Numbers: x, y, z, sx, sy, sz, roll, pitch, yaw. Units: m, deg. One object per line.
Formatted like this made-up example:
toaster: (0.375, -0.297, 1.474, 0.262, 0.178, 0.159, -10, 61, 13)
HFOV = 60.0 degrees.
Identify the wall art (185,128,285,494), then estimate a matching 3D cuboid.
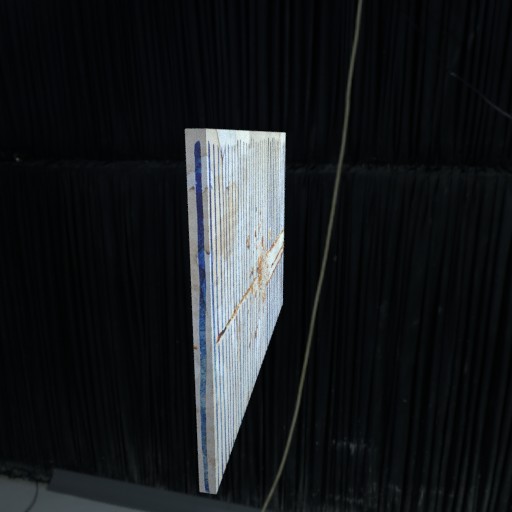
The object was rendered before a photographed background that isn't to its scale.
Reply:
wall art: (0.000, 0.000, 1.126, 0.030, 0.609, 0.919, 3, 15, 10)
